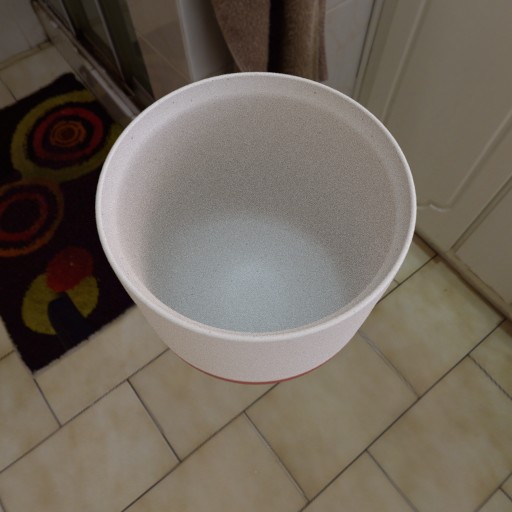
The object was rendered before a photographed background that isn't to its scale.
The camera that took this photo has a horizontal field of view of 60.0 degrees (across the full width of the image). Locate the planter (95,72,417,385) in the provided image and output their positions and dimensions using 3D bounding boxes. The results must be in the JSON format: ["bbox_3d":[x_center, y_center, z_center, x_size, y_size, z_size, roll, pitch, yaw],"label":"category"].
[{"bbox_3d":[0.000,0.000,0.491,0.268,0.270,0.268,0,64,0],"label":"planter"}]
